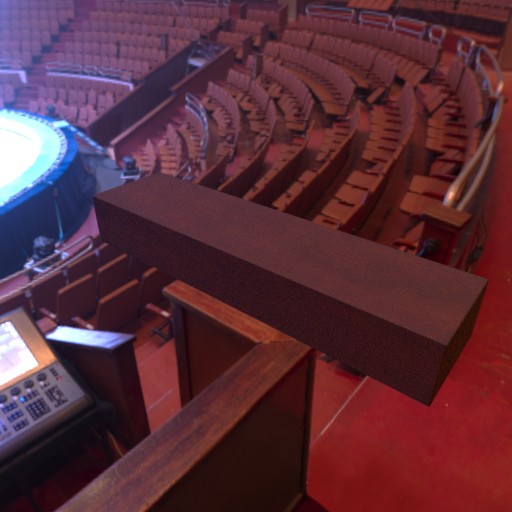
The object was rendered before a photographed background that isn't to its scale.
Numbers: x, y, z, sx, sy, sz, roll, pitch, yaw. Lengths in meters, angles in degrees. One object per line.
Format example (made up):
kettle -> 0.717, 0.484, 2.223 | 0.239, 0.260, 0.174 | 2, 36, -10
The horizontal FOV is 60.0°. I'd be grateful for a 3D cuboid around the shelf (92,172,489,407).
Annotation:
shelf -> 0.000, 0.000, 0.675 | 0.607, 0.088, 0.152 | 22, 37, 33
